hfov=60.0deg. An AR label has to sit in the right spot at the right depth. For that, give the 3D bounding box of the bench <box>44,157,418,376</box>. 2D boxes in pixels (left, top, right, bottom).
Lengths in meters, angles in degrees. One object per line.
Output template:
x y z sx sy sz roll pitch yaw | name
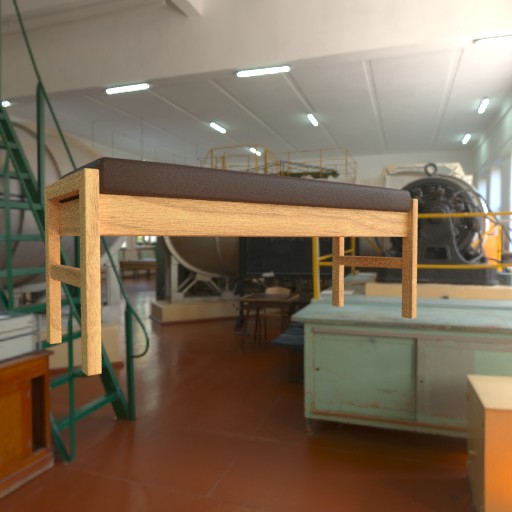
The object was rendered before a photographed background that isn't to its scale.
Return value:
0.000 0.000 1.462 1.200 0.480 0.405 -2 3 -36 | bench
